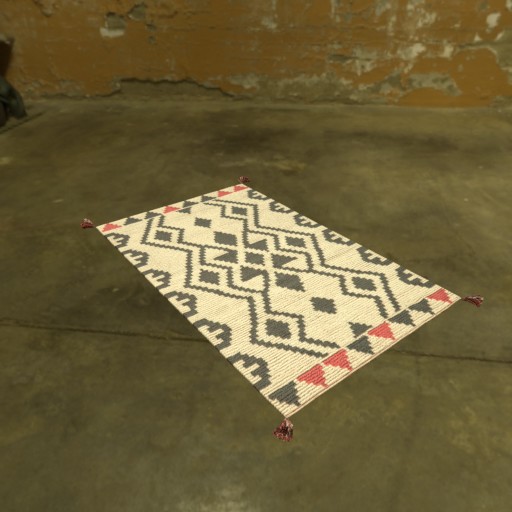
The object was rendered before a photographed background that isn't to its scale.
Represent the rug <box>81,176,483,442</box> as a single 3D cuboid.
[{"bbox_3d":[0.000,0.000,3.303,1.741,0.066,2.672,-22,38,-31],"label":"rug"}]
